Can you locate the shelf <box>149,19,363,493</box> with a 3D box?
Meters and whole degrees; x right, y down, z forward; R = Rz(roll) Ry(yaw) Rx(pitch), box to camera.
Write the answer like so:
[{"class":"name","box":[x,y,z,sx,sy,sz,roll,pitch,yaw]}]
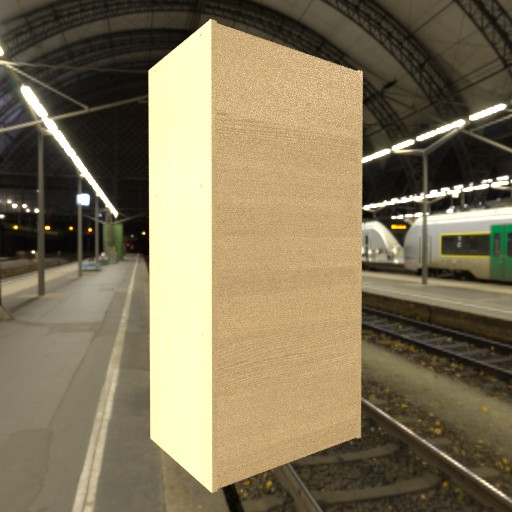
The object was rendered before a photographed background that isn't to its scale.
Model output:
[{"class":"shelf","box":[0.000,0.000,1.059,0.417,0.876,0.292,-1,1,-36]}]
